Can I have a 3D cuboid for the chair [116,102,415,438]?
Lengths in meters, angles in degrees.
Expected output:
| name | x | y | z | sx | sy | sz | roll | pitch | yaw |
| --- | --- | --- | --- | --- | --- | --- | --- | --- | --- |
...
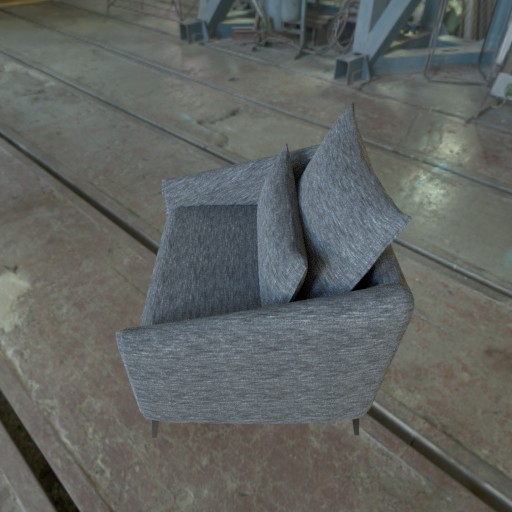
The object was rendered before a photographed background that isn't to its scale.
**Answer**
| name | x | y | z | sx | sy | sz | roll | pitch | yaw |
| --- | --- | --- | --- | --- | --- | --- | --- | --- | --- |
| chair | 0.000 | 0.000 | 1.607 | 0.805 | 0.842 | 1.004 | 0 | 39 | -1 |
